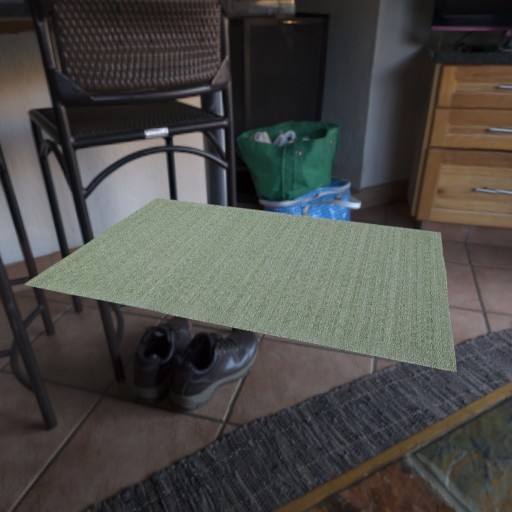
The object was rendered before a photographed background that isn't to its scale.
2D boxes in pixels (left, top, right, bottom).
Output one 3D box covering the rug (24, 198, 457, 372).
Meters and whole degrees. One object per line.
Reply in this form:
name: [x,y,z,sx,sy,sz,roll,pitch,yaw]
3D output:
rug: [0.000,0.000,2.164,1.747,0.006,1.143,9,29,16]
